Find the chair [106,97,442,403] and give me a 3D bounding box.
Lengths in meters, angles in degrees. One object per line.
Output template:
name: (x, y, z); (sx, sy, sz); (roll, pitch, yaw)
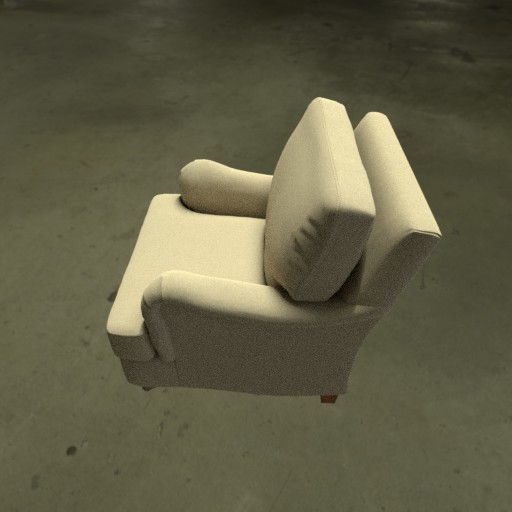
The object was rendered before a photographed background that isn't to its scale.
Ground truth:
chair: (0.000, 0.000, 1.852); (1.078, 1.076, 0.895); (1, 41, 1)
